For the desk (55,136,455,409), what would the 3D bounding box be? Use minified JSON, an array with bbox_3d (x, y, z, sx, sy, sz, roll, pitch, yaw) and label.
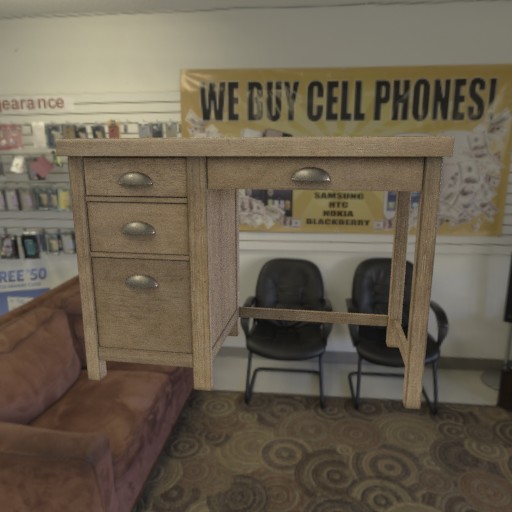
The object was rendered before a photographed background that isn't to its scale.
[{"bbox_3d":[0.000,0.000,1.801,1.289,0.912,0.610,2,13,9],"label":"desk"}]
